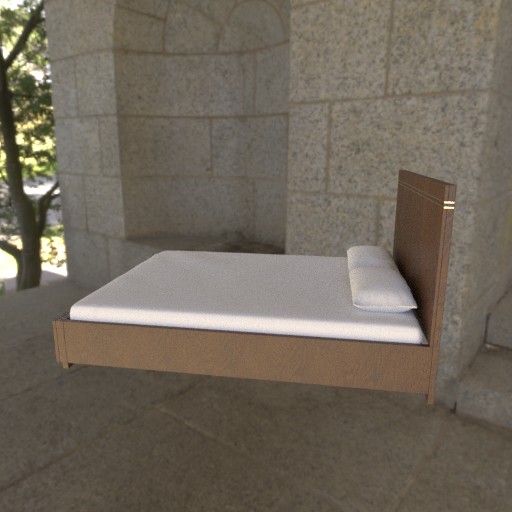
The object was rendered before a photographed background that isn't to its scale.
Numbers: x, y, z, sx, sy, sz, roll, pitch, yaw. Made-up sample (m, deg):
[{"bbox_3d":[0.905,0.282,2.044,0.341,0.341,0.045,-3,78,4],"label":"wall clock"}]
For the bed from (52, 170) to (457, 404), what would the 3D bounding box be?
[{"bbox_3d":[0.000,0.000,3.205,2.221,1.169,1.613,2,14,10],"label":"bed"}]
